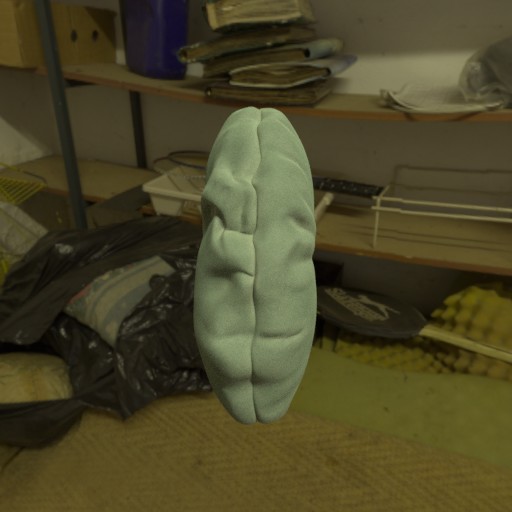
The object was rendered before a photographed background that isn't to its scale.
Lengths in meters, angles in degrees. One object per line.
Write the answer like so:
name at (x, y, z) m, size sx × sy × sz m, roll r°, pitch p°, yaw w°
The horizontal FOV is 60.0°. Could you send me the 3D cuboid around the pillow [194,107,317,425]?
pillow at (0.000, 0.000, 0.638) m, size 0.148 × 0.407 × 0.428 m, roll 0°, pitch 25°, yaw 0°
